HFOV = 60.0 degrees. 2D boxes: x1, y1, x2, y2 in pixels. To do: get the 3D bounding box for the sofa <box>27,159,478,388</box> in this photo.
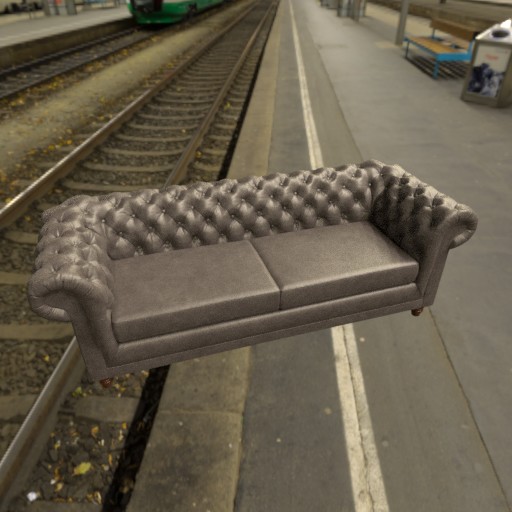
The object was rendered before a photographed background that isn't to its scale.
[{"bbox_3d":[0.000,0.000,2.724,2.385,0.783,0.944,-10,33,-15],"label":"sofa"}]
